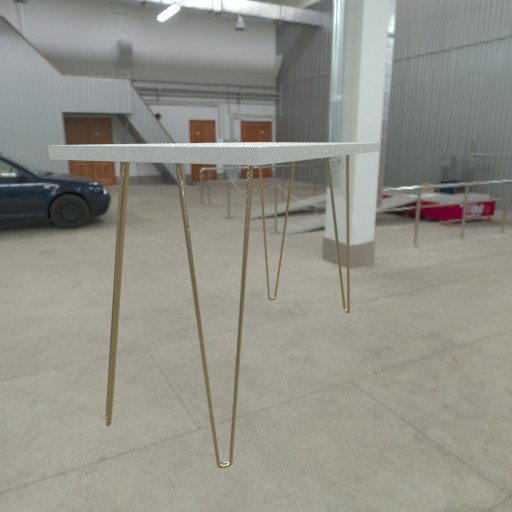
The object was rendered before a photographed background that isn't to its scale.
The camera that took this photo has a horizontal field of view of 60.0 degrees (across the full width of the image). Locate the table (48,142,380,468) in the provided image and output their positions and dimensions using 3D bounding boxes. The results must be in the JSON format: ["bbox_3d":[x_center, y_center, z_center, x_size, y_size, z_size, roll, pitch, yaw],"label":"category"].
[{"bbox_3d":[0.000,0.000,1.345,0.498,0.660,0.991,7,16,26],"label":"table"}]
